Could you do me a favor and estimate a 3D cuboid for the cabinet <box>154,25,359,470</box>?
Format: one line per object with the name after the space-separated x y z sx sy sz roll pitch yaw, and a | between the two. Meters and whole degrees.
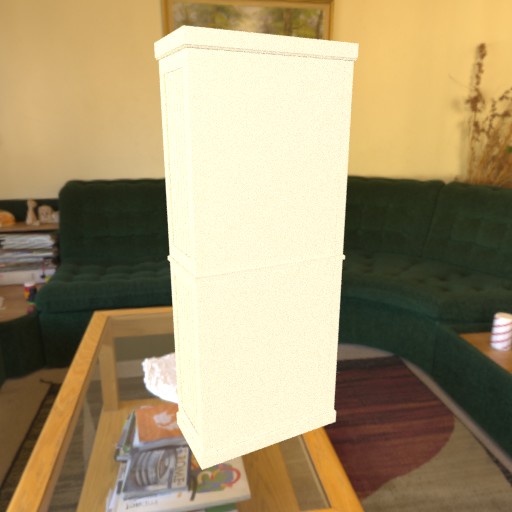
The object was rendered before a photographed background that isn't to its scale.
0.000 0.000 2.088 0.754 1.829 0.390 -8 18 -26 | cabinet
